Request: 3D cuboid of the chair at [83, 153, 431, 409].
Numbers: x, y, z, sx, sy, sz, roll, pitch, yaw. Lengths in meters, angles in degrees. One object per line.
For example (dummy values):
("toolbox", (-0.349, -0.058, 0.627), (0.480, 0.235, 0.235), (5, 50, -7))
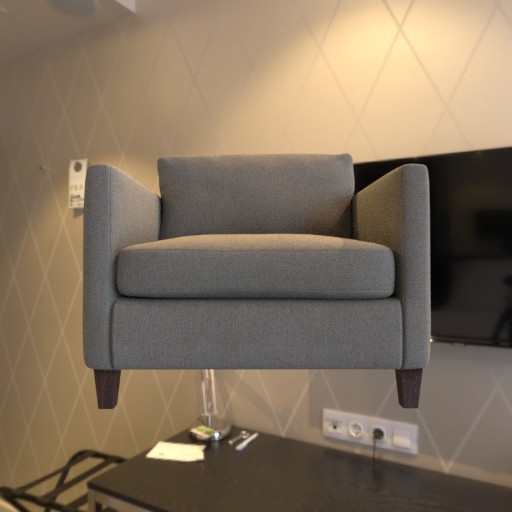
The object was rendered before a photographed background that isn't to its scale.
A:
("chair", (0.000, 0.000, 1.810), (1.107, 0.963, 0.959), (0, -1, 0))
